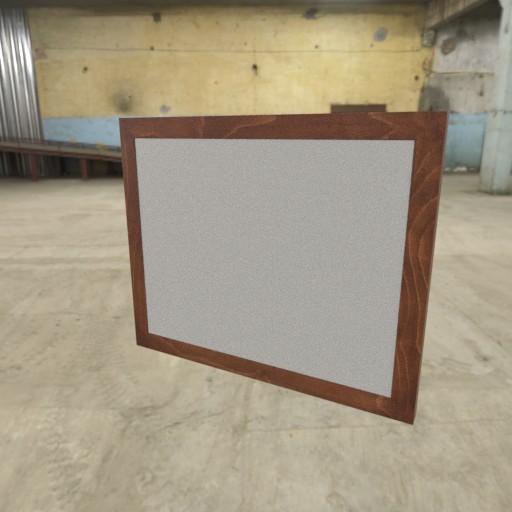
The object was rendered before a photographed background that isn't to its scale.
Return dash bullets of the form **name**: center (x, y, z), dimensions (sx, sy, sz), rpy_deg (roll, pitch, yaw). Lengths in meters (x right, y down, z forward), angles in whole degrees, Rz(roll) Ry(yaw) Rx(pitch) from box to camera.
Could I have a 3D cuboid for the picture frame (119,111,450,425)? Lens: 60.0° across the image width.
- **picture frame**: center (0.000, 0.000, 0.755), dimensions (0.559, 0.457, 0.025), rpy_deg (8, 17, 27)
